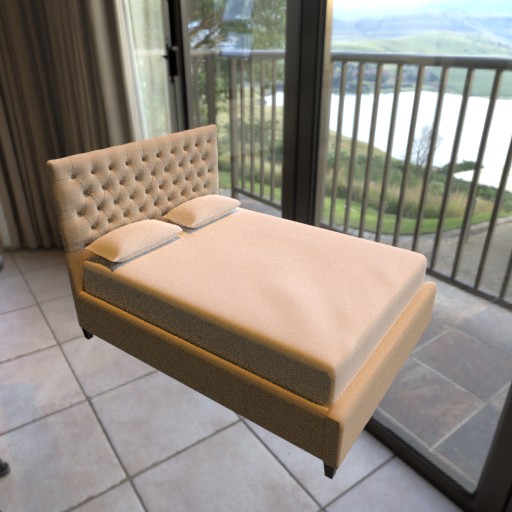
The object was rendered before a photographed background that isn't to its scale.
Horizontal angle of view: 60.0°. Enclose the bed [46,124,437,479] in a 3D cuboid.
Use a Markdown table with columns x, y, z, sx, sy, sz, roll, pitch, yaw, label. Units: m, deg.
| x | y | z | sx | sy | sz | roll | pitch | yaw | label |
| --- | --- | --- | --- | --- | --- | --- | --- | --- | --- |
| 0.000 | 0.000 | 3.239 | 2.233 | 1.426 | 1.696 | 18 | 31 | 31 | bed |
